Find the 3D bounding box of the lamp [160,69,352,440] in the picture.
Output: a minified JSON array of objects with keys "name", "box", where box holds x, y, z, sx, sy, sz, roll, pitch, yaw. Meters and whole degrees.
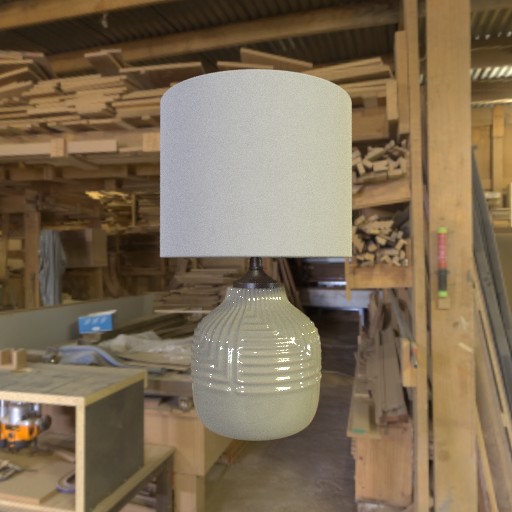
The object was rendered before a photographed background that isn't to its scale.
[{"name":"lamp","box":[0.000,0.000,0.751,0.318,0.567,0.318,0,0,0]}]
